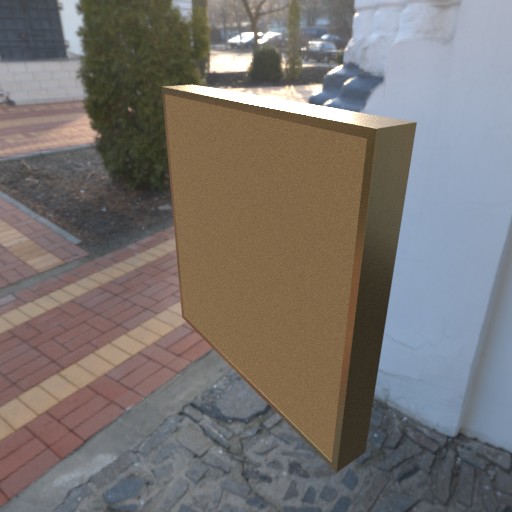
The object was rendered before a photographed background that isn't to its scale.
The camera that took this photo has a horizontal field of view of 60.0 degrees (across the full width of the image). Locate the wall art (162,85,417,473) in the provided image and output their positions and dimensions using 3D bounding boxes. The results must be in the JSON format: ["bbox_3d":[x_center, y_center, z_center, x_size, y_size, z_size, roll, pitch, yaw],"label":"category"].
[{"bbox_3d":[0.000,0.000,0.454,0.038,0.304,0.304,-18,31,-31],"label":"wall art"}]
